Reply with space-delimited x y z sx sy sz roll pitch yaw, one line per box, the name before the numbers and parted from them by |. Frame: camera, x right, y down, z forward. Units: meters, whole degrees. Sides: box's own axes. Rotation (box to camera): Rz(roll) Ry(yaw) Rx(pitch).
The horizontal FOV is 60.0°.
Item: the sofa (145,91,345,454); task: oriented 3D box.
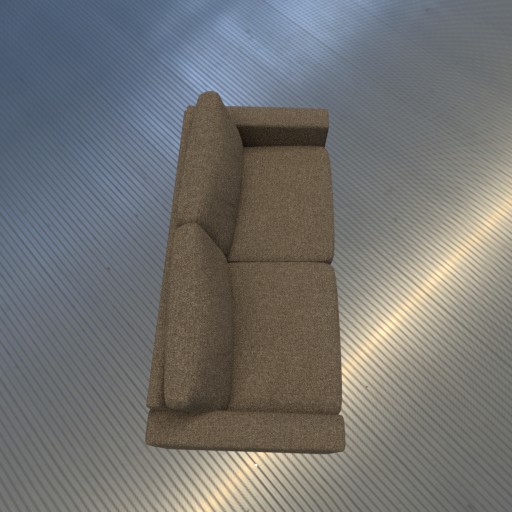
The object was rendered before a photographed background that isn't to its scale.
sofa | 0.000 0.000 2.715 1.016 0.873 2.179 2 65 1
